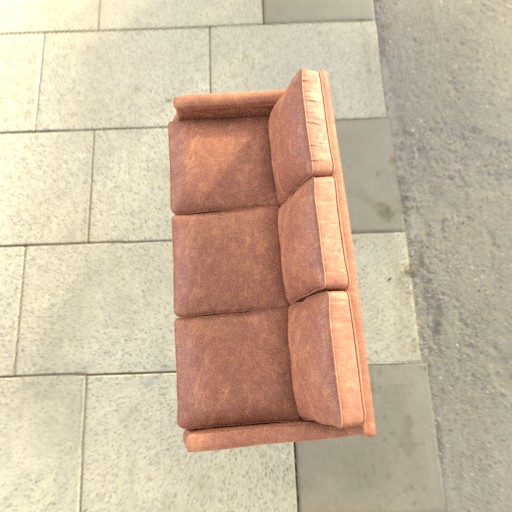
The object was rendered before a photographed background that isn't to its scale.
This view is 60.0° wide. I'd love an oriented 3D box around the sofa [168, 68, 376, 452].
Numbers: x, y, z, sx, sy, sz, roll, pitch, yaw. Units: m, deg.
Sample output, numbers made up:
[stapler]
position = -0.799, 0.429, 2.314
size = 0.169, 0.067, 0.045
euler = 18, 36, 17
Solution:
[sofa]
position = 0.000, 0.000, 2.839
size = 1.084, 1.003, 2.246
euler = -4, 76, -1
